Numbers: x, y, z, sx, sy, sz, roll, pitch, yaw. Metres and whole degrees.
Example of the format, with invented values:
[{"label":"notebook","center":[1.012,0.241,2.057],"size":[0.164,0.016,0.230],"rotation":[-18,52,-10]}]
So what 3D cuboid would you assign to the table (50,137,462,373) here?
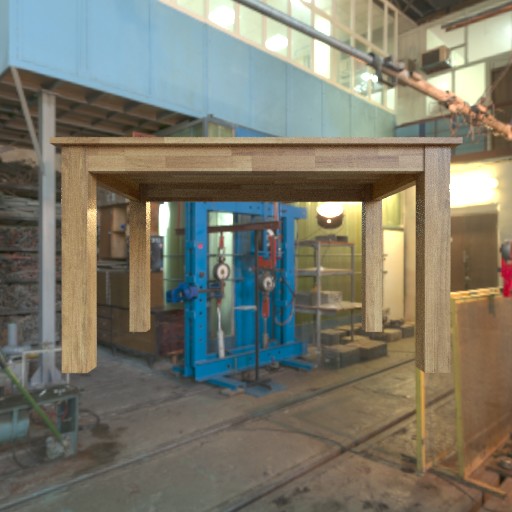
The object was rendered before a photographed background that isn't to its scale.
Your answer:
[{"label":"table","center":[0.000,0.000,1.846],"size":[1.300,0.750,0.900],"rotation":[0,0,0]}]
